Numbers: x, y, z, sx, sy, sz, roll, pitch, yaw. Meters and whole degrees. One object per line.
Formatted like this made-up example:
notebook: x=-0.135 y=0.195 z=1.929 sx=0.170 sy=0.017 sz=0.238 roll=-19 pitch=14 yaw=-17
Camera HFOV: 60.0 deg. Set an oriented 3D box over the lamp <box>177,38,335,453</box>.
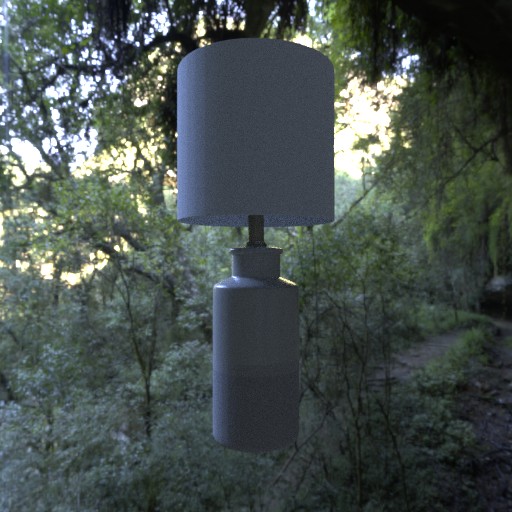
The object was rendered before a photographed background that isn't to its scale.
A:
lamp: x=0.000 y=0.000 z=0.606 sx=0.212 sy=0.493 sz=0.212 roll=0 pitch=0 yaw=-20
